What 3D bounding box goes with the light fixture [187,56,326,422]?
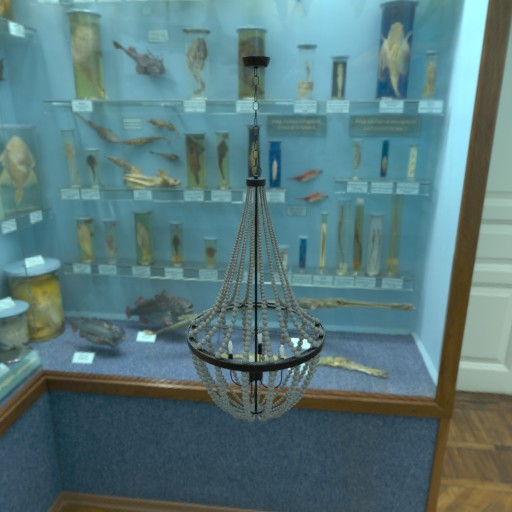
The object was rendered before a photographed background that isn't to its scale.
[{"bbox_3d":[0.000,0.000,1.378,0.450,1.133,0.450,0,17,0],"label":"light fixture"}]
